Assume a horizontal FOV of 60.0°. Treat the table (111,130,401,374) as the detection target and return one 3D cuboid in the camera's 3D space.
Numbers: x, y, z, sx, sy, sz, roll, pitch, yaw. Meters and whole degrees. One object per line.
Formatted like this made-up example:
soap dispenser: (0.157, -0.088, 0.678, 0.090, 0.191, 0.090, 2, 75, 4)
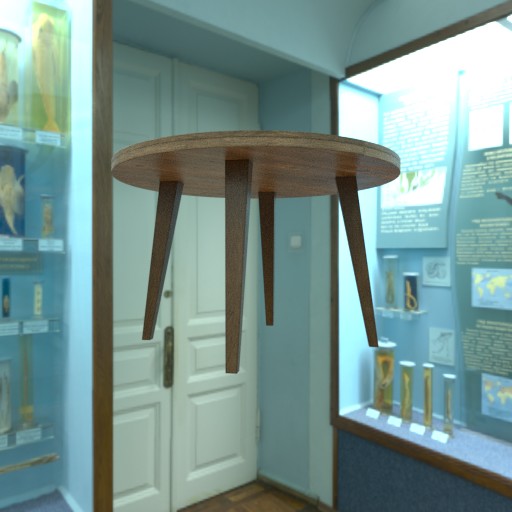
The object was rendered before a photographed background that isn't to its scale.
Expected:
table: (0.000, 0.000, 1.956, 1.213, 0.764, 1.213, 0, 0, 0)
